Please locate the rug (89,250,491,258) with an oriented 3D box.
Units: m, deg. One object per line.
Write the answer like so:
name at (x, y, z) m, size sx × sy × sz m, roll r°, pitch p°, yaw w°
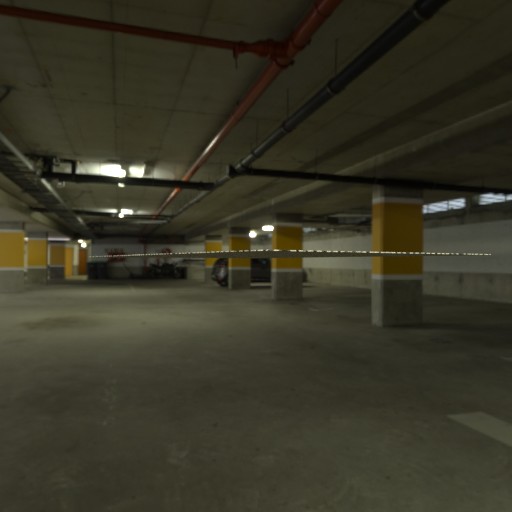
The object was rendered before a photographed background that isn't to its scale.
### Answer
rug at (0.000, 0.000, 2.225) m, size 1.177 × 0.004 × 1.750 m, roll 1°, pitch -1°, yaw -35°
